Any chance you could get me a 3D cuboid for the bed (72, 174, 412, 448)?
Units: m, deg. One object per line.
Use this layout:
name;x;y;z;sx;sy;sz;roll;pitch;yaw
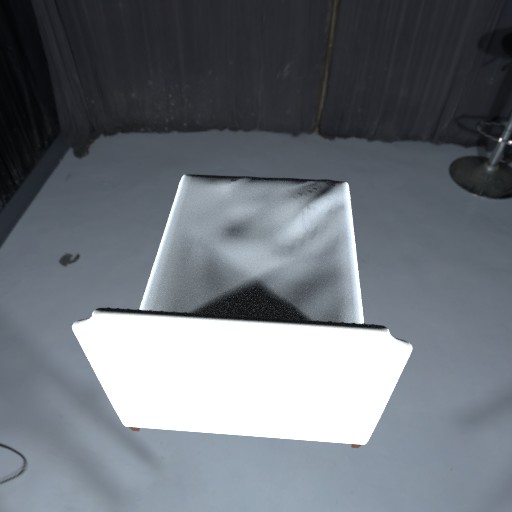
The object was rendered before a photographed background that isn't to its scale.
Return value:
bed;0.000;0.000;3.420;1.712;1.443;2.365;3;46;3
